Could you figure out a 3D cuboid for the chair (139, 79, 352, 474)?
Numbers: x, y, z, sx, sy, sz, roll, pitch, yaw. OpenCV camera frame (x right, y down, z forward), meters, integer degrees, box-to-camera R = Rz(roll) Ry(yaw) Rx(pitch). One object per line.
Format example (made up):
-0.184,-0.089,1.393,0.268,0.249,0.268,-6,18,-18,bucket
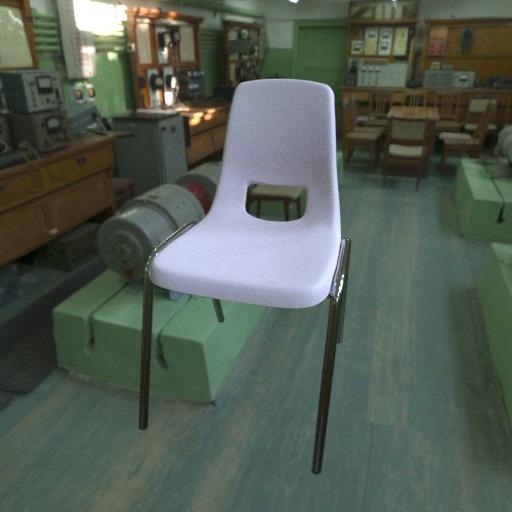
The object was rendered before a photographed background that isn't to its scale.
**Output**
0.000,0.000,0.912,0.381,0.653,0.436,7,26,15,chair
